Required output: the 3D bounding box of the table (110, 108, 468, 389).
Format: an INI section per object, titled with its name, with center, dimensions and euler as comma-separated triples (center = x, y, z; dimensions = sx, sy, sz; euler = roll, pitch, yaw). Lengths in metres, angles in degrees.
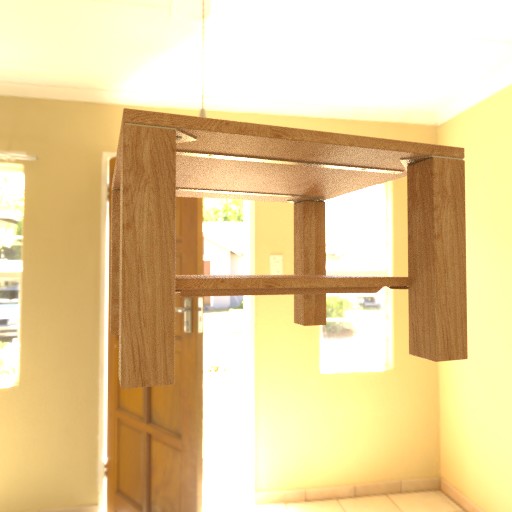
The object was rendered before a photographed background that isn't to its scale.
[table]
center = 0.000, 0.000, 1.152
dimensions = 0.700, 0.450, 0.700
euler = 1, -2, -19
